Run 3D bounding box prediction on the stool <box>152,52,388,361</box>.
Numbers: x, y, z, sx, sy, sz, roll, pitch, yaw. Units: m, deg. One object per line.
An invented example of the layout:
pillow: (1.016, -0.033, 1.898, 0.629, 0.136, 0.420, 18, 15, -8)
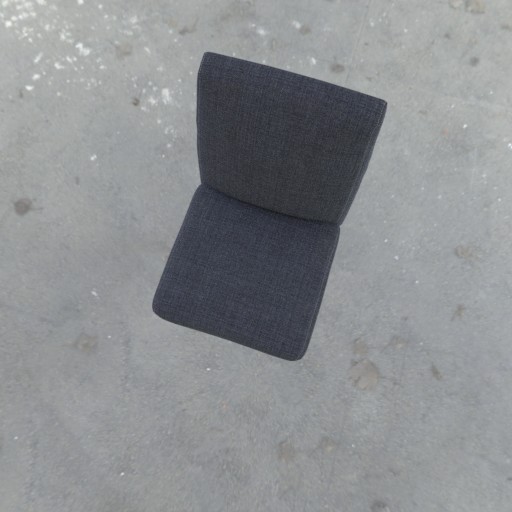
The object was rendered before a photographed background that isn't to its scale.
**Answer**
stool: (0.000, 0.000, 1.408, 0.483, 1.112, 0.570, 17, 76, 5)
